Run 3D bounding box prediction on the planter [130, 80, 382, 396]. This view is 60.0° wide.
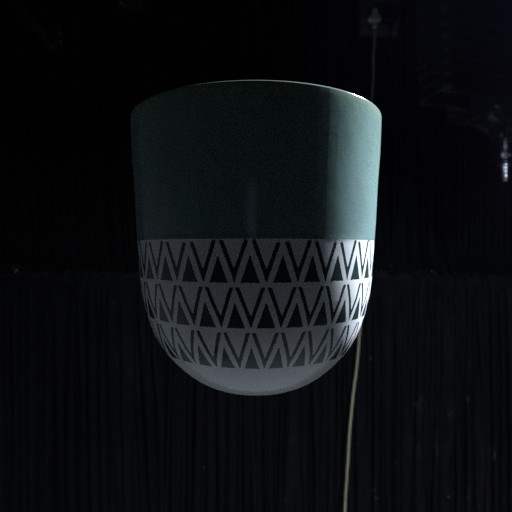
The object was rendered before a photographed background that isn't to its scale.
[{"bbox_3d":[0.000,0.000,0.365,0.198,0.214,0.198,0,1,0],"label":"planter"}]
